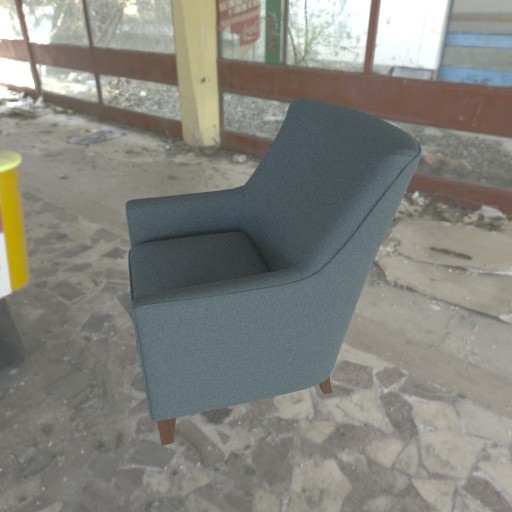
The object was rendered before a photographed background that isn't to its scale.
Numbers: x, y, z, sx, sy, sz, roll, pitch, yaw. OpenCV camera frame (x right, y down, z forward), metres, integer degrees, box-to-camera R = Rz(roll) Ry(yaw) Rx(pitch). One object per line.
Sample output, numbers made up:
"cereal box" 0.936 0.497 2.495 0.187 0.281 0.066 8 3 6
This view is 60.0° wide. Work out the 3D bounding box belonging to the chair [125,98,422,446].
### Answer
"chair" 0.000 0.000 1.557 0.879 0.916 0.756 -8 31 -14
